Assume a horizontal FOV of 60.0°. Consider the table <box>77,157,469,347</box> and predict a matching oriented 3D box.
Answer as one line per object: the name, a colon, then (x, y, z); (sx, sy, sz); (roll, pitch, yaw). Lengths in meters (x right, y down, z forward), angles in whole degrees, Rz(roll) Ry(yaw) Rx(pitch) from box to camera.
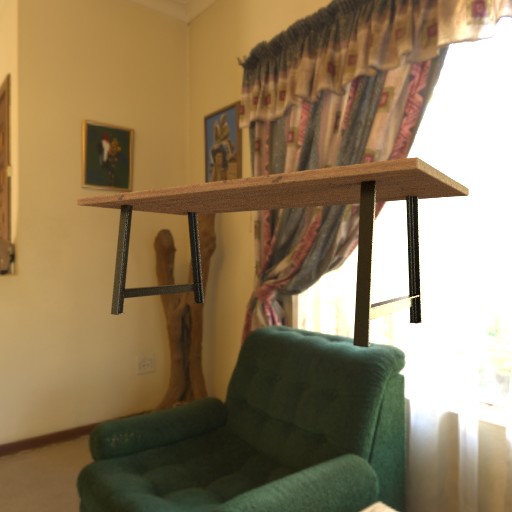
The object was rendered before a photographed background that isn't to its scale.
table: (0.000, 0.000, 2.700); (2.200, 0.757, 1.000); (0, 0, 36)
